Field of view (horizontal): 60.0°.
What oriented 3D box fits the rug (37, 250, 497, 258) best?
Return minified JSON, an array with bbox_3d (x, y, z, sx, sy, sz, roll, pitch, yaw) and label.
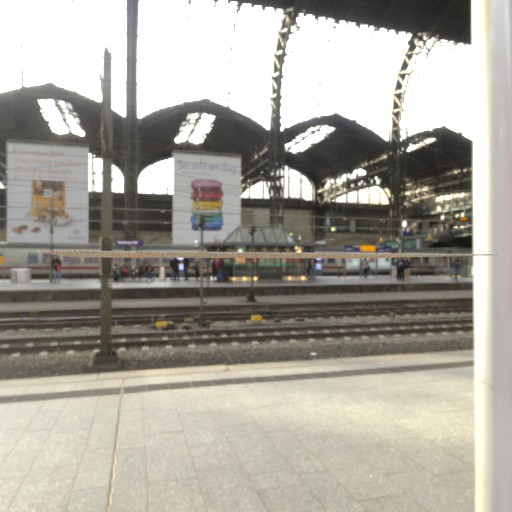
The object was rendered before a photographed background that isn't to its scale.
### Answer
[{"bbox_3d":[0.000,0.000,2.233,1.818,0.005,1.217,0,-1,-18],"label":"rug"}]
